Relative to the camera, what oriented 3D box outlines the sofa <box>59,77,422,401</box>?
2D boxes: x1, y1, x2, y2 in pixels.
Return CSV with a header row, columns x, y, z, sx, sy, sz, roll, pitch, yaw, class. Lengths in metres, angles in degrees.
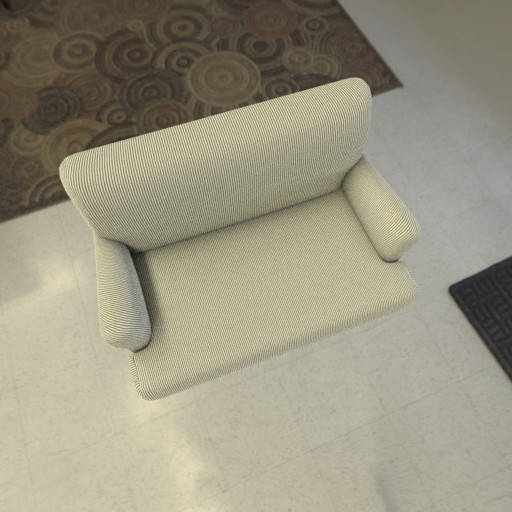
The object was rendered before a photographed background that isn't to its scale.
x,y,z,sx,sy,sz,roll,pitch,yaw,class
0.000,0.000,1.843,1.297,0.889,0.779,-18,66,-8,sofa
